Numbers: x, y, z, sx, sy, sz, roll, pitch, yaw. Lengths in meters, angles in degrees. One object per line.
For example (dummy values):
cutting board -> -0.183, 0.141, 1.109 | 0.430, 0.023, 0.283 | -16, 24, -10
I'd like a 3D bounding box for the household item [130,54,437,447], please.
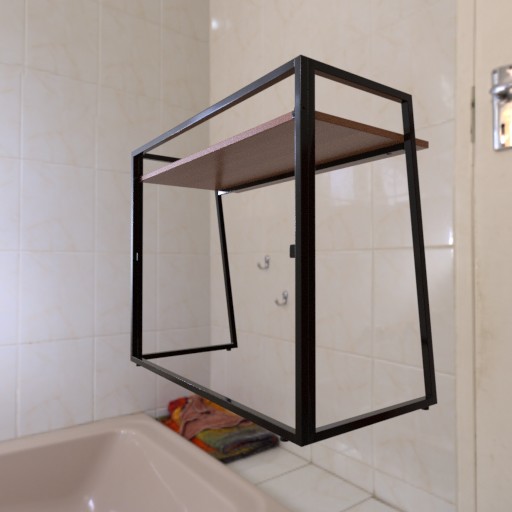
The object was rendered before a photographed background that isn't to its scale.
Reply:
household item -> 0.000, 0.000, 1.532 | 0.510, 0.860, 1.050 | 1, -1, -36
